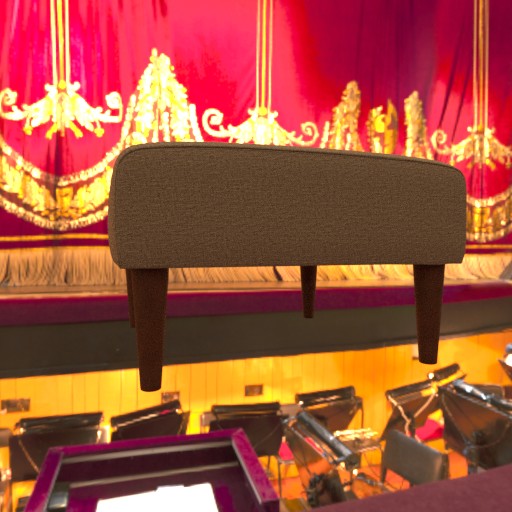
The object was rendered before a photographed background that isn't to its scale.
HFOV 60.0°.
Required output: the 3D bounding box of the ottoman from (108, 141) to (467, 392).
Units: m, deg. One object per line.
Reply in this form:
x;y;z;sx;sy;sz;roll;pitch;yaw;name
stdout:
0.000;0.000;1.027;0.649;0.398;0.650;0;1;-17;ottoman
